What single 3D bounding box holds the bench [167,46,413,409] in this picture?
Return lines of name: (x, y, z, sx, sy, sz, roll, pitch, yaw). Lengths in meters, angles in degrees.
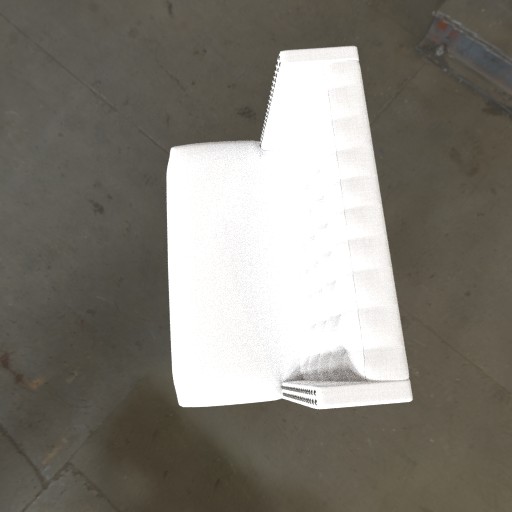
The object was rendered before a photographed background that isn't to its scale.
bench: (0.000, 0.000, 2.003, 0.847, 1.123, 1.280, -4, 75, -1)
